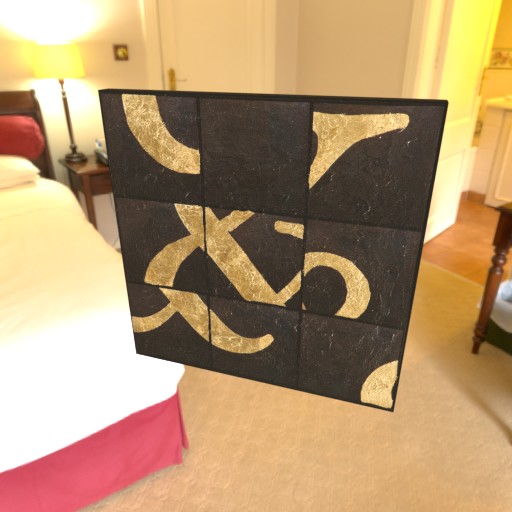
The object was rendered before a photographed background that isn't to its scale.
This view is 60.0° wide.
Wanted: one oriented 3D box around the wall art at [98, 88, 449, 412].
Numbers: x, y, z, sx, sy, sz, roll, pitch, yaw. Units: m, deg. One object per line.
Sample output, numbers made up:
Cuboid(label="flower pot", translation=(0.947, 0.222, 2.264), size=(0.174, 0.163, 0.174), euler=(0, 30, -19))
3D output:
Cuboid(label="wall art", translation=(0.000, 0.000, 1.101), size=(0.758, 0.758, 0.044), euler=(8, 27, 16))
